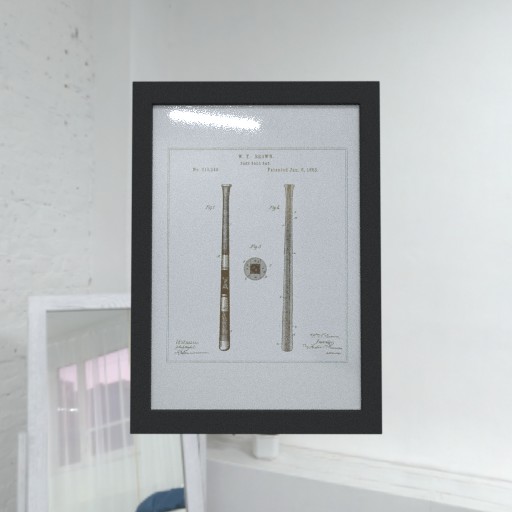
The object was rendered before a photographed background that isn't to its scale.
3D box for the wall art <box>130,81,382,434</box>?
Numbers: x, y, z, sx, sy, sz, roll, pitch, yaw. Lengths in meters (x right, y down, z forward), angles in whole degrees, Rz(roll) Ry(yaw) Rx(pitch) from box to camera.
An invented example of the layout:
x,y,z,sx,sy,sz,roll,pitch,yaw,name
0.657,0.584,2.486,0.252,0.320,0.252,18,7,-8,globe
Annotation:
x,y,z,sx,sy,sz,roll,pitch,yaw,name
0.000,0.000,0.668,0.374,0.529,0.012,0,-1,0,wall art
